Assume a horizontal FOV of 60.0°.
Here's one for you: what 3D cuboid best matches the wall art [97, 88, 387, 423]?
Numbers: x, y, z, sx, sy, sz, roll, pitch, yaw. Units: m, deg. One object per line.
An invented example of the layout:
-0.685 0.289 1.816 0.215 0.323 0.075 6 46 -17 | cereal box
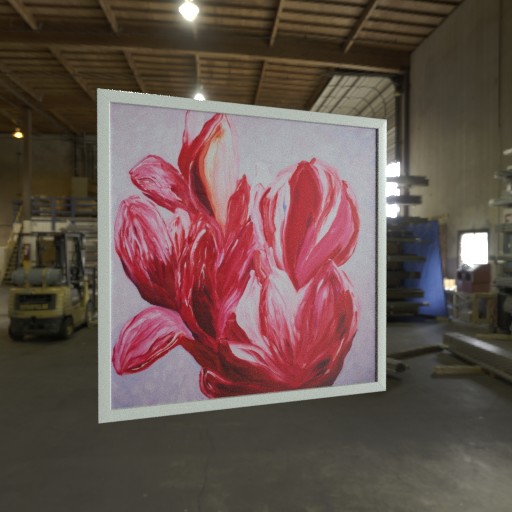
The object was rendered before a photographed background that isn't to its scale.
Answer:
0.000 0.000 1.198 0.805 0.803 0.022 0 1 -18 | wall art
